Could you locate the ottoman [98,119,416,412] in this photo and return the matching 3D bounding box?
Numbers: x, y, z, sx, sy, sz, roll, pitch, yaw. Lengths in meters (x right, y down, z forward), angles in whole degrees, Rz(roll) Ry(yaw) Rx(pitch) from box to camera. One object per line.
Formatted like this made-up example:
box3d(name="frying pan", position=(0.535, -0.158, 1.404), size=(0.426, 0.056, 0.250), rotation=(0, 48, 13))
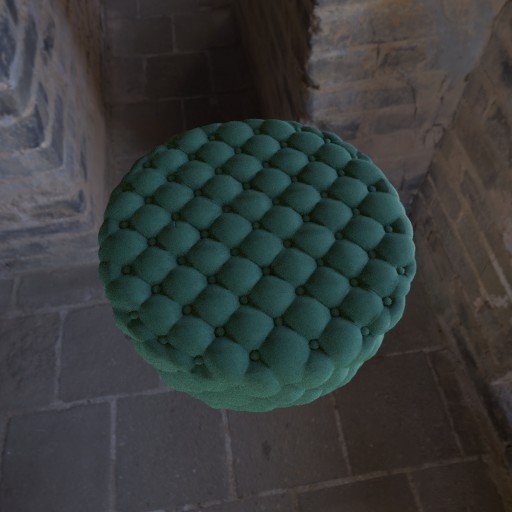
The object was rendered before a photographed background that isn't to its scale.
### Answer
box3d(name="ottoman", position=(0.000, 0.000, 1.518), size=(0.998, 0.399, 0.998), rotation=(0, 60, 0))
